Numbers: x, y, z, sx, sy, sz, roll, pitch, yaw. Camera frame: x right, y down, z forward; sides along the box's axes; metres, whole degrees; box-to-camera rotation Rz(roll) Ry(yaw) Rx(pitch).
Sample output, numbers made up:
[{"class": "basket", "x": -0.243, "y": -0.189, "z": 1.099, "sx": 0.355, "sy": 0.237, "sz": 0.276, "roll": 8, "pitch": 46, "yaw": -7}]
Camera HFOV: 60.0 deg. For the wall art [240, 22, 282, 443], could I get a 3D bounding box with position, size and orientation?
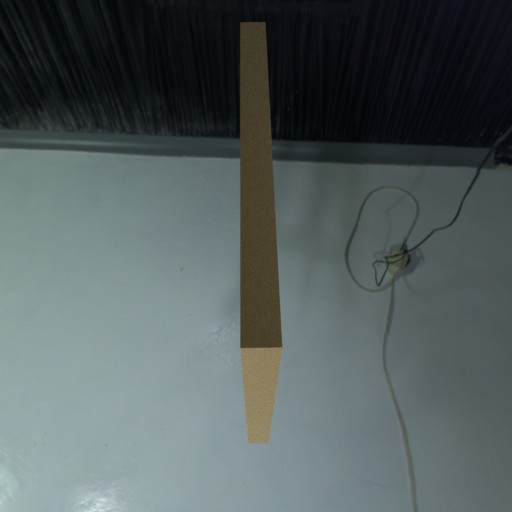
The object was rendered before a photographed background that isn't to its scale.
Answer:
[{"class": "wall art", "x": 0.000, "y": 0.000, "z": 1.884, "sx": 0.095, "sy": 1.284, "sz": 1.284, "roll": -1, "pitch": 58, "yaw": -1}]
